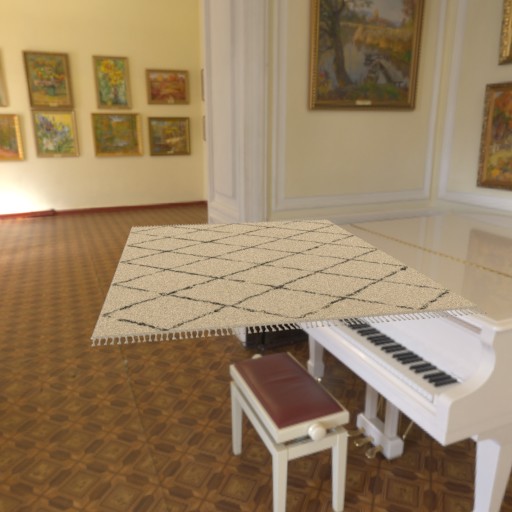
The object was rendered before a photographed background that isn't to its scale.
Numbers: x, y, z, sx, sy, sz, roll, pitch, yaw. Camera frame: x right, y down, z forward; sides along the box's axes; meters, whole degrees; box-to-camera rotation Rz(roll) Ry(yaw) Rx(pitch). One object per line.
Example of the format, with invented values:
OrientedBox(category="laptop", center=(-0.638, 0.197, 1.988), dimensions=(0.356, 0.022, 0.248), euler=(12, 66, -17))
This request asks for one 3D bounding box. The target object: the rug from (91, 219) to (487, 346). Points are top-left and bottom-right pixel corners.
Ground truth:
OrientedBox(category="rug", center=(0.000, 0.000, 3.984), dimensions=(2.380, 0.013, 3.051), euler=(-3, 16, -10))
